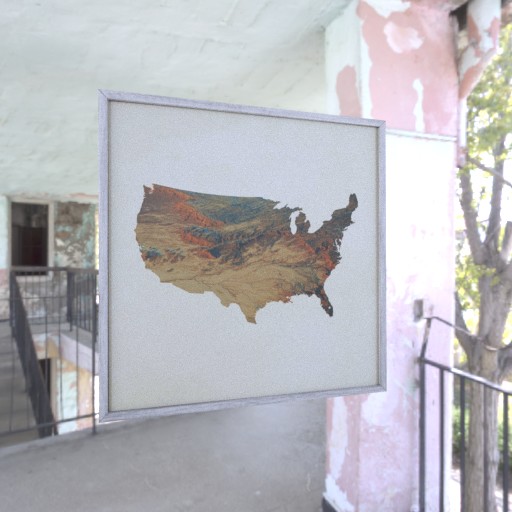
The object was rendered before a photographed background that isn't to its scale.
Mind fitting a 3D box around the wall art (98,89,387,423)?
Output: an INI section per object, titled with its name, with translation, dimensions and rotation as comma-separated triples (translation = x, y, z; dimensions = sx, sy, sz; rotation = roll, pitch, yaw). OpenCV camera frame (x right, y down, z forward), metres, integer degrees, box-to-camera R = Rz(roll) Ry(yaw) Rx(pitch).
[wall art]
translation = 0.000, 0.000, 0.759
dimensions = 0.508, 0.507, 0.016
rotation = 0, 0, -18
